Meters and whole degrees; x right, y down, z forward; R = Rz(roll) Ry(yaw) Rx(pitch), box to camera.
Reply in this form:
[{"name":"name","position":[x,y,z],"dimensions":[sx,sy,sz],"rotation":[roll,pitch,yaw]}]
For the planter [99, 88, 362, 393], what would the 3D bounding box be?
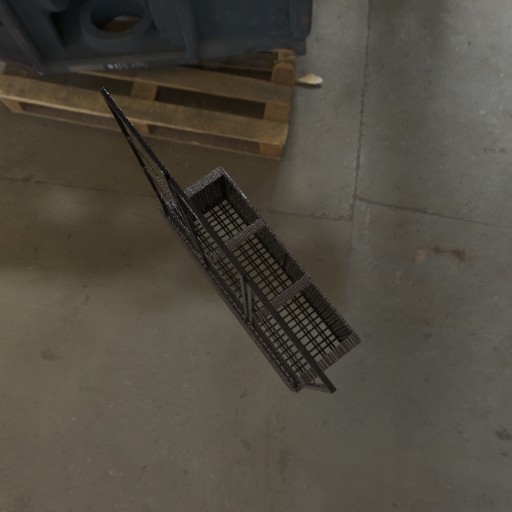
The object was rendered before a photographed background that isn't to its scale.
[{"name":"planter","position":[0.000,0.000,1.165],"dimensions":[0.244,0.841,0.699],"rotation":[-36,78,-9]}]
